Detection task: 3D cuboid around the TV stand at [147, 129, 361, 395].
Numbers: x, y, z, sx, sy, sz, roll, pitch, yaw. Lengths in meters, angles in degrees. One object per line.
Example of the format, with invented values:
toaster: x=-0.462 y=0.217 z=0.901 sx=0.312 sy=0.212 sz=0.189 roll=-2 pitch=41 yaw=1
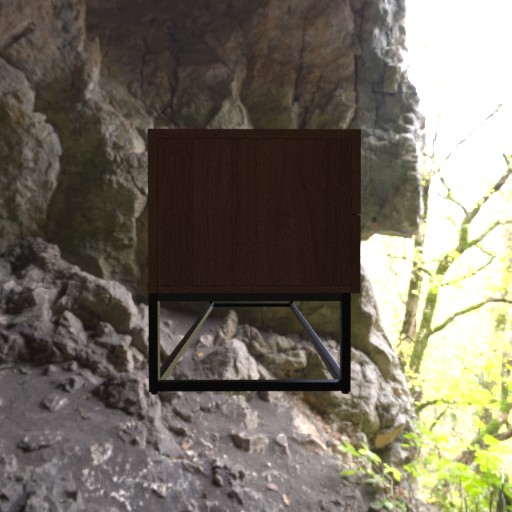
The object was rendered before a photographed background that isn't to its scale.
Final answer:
TV stand: x=0.000 y=0.000 z=1.432 sx=0.415 sy=0.500 sz=1.200 roll=0 pitch=1 yaw=0
